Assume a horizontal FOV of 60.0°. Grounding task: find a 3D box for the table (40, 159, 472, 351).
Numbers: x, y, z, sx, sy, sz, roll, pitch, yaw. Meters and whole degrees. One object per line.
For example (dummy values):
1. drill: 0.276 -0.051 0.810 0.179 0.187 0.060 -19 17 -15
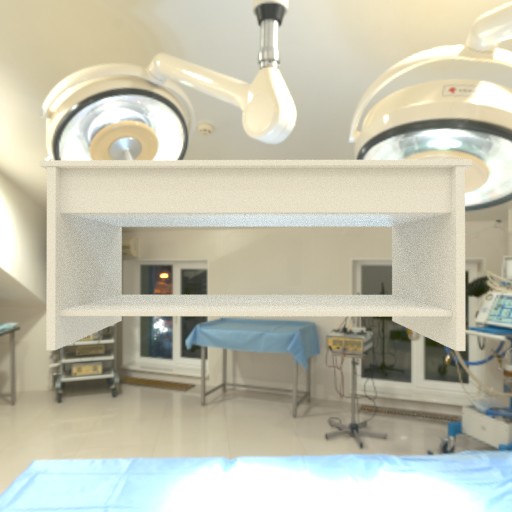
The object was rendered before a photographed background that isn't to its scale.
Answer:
1. table: 0.000 0.000 1.272 1.000 0.441 0.500 0 0 0
